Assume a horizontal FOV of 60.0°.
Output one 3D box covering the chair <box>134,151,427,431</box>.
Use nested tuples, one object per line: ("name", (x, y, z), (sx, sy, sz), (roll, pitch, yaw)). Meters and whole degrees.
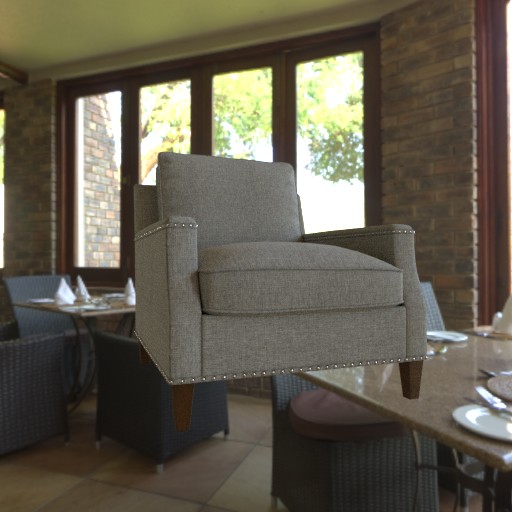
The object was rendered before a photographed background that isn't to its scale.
("chair", (0.000, 0.000, 1.748), (0.853, 0.943, 1.014), (0, -1, -21))
